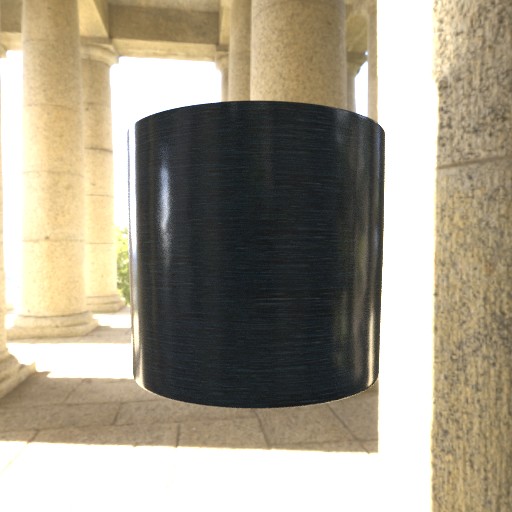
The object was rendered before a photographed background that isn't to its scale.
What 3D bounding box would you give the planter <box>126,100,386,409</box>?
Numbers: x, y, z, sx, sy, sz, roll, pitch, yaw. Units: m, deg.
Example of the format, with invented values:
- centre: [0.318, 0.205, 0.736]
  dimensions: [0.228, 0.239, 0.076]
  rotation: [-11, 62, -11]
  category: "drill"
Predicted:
- centre: [0.000, 0.000, 0.395]
  dimensions: [0.221, 0.201, 0.221]
  rotation: [0, 0, 0]
  category: "planter"
